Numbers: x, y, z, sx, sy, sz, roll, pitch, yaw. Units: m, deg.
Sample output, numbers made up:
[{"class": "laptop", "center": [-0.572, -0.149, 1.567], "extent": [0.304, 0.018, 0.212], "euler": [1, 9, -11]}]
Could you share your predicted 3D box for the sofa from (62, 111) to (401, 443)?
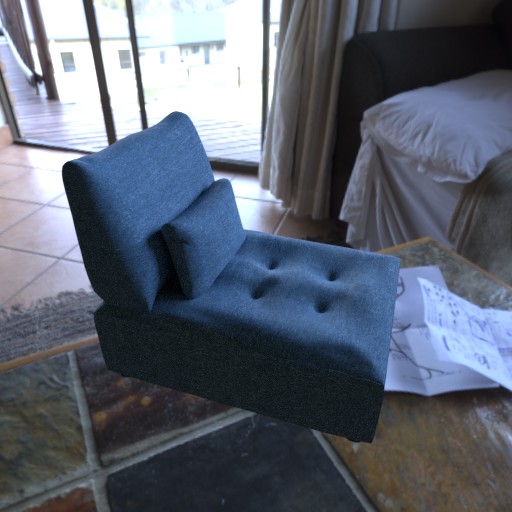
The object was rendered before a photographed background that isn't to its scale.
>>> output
[{"class": "sofa", "center": [0.000, 0.000, 1.580], "extent": [1.000, 0.820, 0.700], "euler": [10, 34, 16]}]
